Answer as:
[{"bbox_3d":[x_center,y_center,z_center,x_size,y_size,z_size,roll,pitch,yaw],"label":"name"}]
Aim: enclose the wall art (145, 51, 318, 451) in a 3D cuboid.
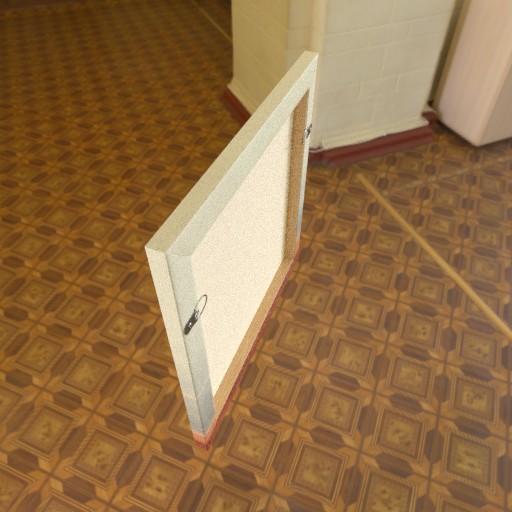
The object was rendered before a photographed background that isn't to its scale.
[{"bbox_3d":[0.000,0.000,0.615,0.023,0.405,0.405,16,49,15],"label":"wall art"}]
